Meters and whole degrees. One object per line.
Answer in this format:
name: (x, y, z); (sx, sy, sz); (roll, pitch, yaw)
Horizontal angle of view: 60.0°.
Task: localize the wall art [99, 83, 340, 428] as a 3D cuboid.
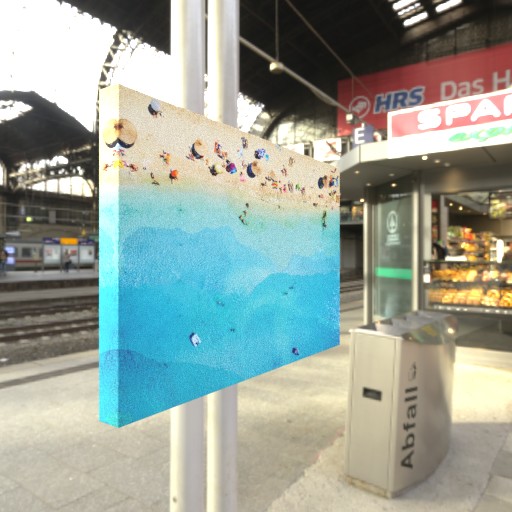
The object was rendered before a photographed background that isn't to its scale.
wall art: (0.000, 0.000, 1.143); (0.057, 0.595, 0.894); (0, 0, 35)
